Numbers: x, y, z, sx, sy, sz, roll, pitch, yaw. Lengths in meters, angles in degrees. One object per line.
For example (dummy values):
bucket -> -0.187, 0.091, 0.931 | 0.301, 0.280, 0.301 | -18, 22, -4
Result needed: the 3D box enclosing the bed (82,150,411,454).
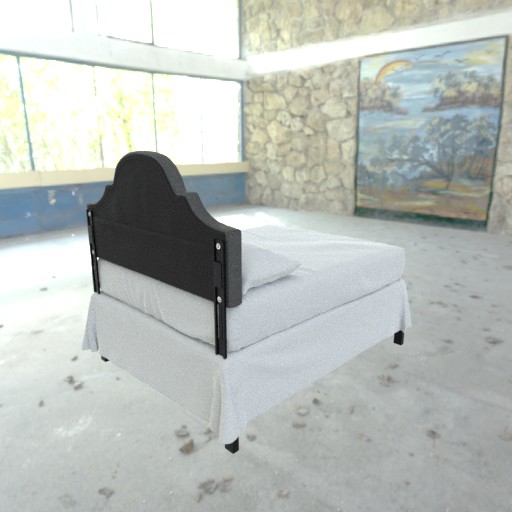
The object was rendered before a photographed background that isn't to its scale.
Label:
bed -> 0.000, 0.000, 3.476 | 2.222, 1.634, 1.780 | -14, 20, -43
